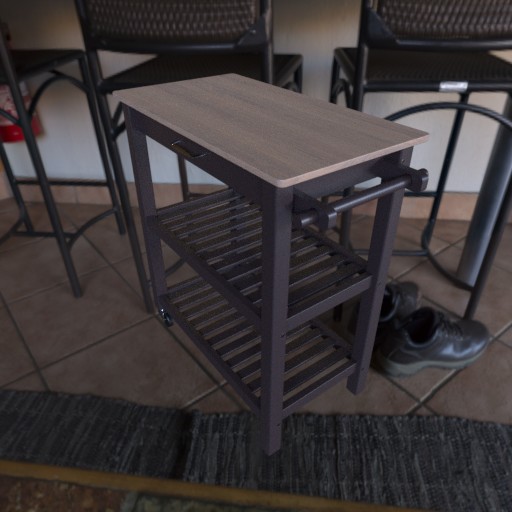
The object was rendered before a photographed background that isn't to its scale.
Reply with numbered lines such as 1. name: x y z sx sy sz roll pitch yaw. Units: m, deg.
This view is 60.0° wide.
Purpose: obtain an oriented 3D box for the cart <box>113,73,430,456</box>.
1. cart: 0.000 0.000 1.446 0.457 0.927 0.899 -22 40 -30
